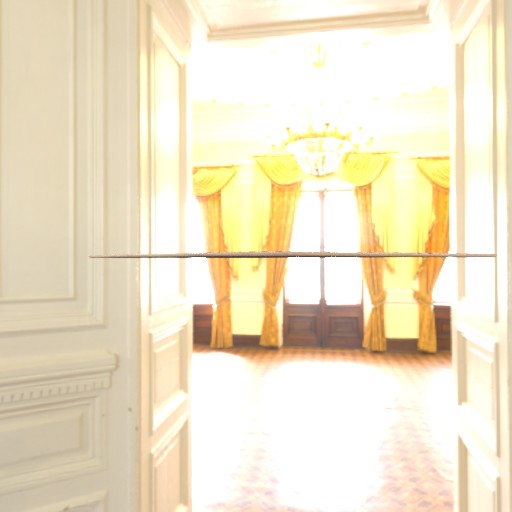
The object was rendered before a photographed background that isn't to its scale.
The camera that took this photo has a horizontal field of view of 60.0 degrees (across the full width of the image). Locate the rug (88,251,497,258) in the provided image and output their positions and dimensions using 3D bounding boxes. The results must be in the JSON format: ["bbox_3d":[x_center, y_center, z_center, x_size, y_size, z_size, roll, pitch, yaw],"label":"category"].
[{"bbox_3d":[0.000,0.000,2.998,1.521,0.023,2.464,0,0,-36],"label":"rug"}]
